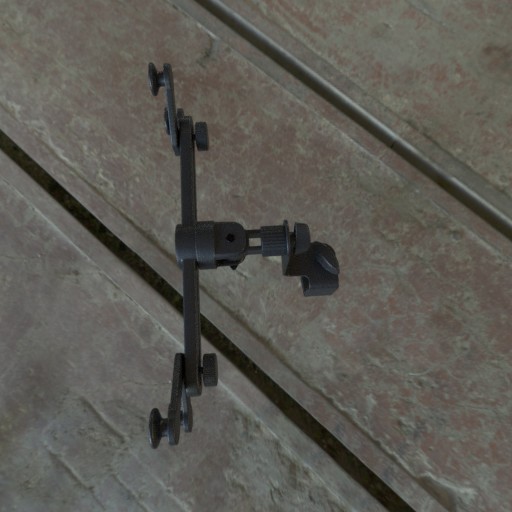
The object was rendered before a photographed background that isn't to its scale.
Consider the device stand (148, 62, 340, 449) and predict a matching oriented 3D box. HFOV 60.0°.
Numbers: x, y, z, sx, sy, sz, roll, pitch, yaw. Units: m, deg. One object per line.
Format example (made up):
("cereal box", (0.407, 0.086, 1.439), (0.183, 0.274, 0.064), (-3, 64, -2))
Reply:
("device stand", (0.000, 0.000, 0.372), (0.142, 0.166, 0.270), (-3, 75, -1))
